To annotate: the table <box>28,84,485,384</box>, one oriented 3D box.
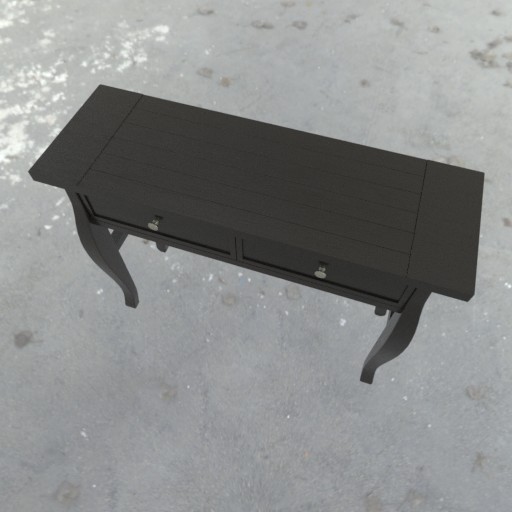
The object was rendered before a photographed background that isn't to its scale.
[{"bbox_3d":[0.000,0.000,1.411,1.062,0.768,0.373,16,59,10],"label":"table"}]
